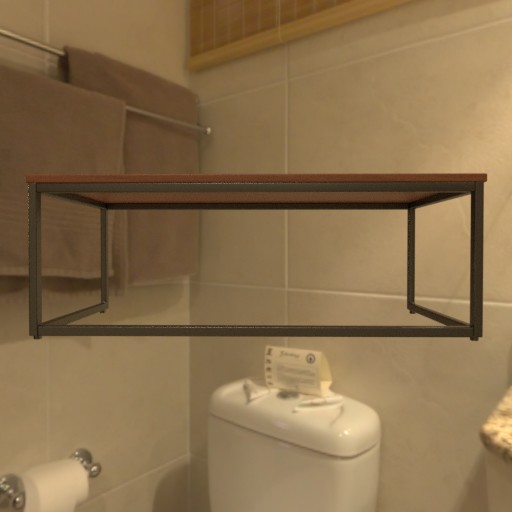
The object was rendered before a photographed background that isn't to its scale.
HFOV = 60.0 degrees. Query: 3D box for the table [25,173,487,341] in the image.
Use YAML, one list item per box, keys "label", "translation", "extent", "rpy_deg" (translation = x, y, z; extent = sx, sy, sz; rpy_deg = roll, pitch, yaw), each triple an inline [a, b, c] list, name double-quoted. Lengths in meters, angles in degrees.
- label: "table"
  translation: [0.000, 0.000, 1.306]
  extent: [1.100, 0.400, 0.500]
  rpy_deg: [0, 1, 1]
